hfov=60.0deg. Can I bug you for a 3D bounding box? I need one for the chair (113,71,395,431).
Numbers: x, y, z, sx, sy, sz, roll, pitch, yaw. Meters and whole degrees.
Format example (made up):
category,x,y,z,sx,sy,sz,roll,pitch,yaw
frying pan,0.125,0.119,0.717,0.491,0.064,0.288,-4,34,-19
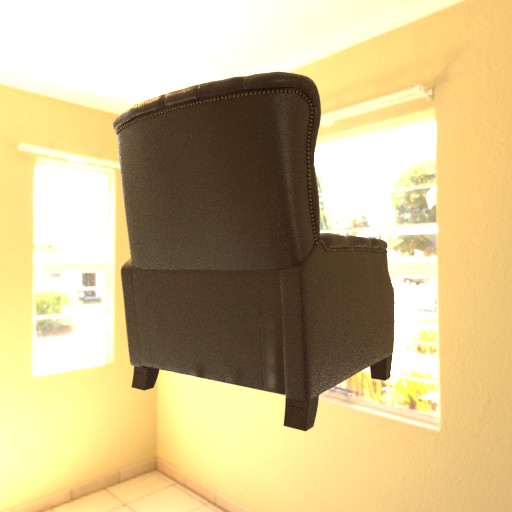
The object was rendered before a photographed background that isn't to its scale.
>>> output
category,x,y,z,sx,sy,sz,roll,pitch,yaw
chair,0.000,0.000,1.470,0.709,0.864,0.823,-1,-1,36
